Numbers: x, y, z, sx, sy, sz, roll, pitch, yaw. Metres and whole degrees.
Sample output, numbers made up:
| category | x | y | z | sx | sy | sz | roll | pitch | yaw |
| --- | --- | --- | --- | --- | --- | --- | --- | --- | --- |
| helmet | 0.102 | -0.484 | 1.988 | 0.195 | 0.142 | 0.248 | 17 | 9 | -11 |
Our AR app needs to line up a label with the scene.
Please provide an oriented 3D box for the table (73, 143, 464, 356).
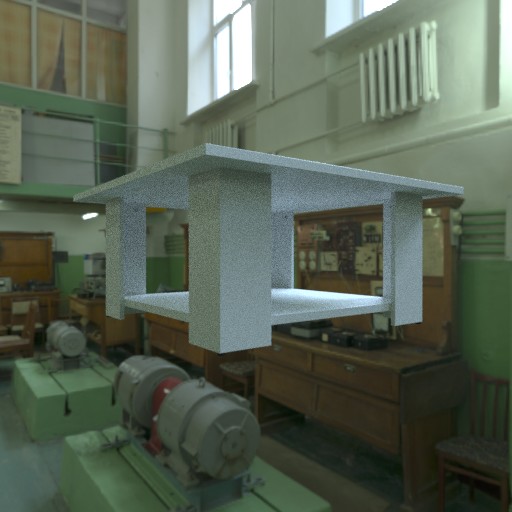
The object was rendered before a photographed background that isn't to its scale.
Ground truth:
| category | x | y | z | sx | sy | sz | roll | pitch | yaw |
| --- | --- | --- | --- | --- | --- | --- | --- | --- | --- |
| table | 0.000 | 0.000 | 1.070 | 0.670 | 0.305 | 0.670 | 0 | 0 | -37 |
